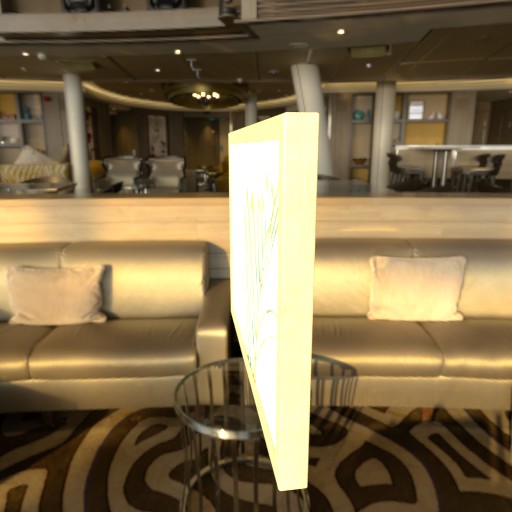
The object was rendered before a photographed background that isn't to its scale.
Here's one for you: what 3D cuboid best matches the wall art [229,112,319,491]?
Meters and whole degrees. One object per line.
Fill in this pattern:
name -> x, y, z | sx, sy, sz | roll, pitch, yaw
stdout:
wall art -> 0.000, 0.000, 0.680 | 0.032, 0.381, 0.533 | -2, 14, -8
